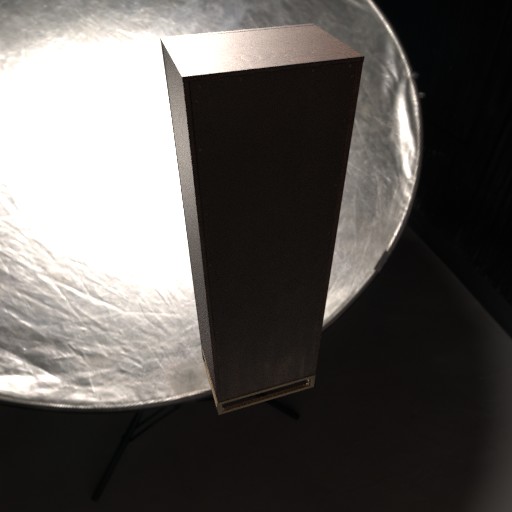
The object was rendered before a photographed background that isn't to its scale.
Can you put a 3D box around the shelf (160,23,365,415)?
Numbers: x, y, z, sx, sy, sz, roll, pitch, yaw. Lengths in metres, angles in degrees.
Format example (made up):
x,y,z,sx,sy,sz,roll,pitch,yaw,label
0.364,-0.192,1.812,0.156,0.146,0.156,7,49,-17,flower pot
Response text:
x,y,z,sx,sy,sz,roll,pitch,yaw,label
0.000,0.000,1.937,0.539,1.732,0.395,-12,43,-13,shelf
